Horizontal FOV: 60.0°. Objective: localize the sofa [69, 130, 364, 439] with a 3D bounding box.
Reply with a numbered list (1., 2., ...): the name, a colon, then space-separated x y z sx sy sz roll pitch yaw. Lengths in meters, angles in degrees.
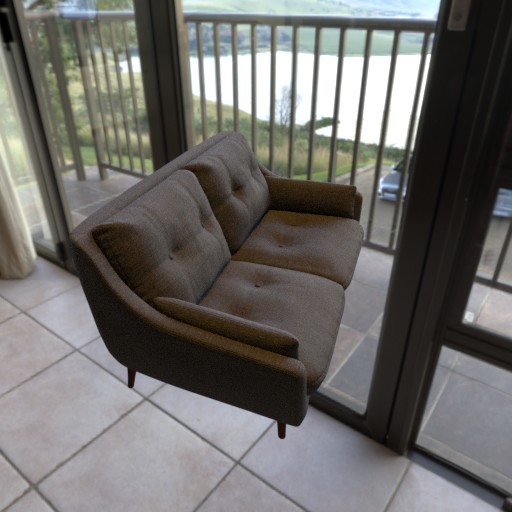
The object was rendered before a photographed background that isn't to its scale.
1. sofa: 0.000 0.000 2.267 0.976 0.887 1.646 10 32 16
